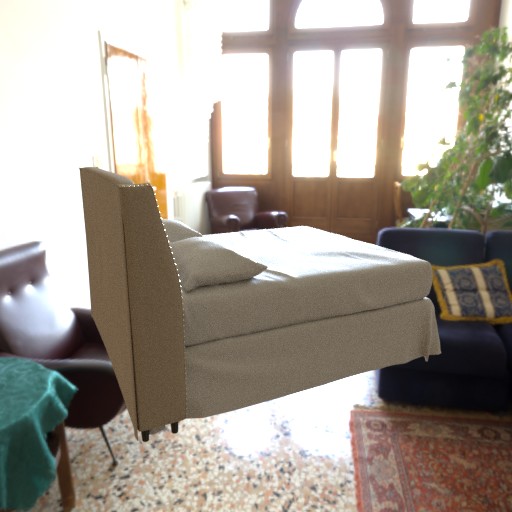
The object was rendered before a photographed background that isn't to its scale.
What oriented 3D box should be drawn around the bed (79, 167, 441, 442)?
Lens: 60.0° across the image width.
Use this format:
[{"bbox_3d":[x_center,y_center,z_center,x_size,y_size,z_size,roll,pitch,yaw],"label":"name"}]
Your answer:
[{"bbox_3d":[0.000,0.000,3.379,2.276,1.332,1.925,-7,15,-25],"label":"bed"}]
